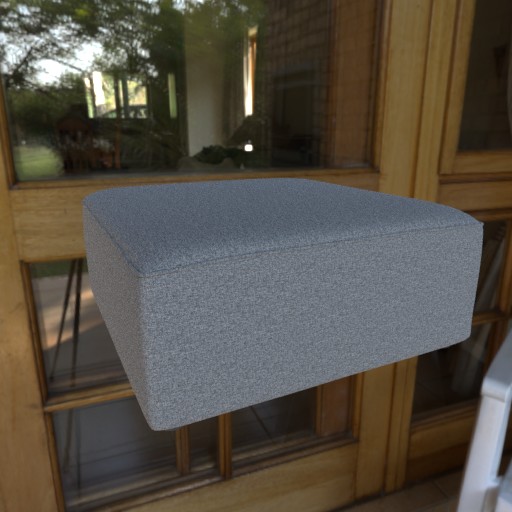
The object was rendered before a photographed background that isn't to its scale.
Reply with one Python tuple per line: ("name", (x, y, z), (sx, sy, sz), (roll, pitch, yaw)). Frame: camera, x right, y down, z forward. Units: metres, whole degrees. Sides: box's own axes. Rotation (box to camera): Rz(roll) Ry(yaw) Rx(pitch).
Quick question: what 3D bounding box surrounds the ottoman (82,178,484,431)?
("ottoman", (0.000, 0.000, 1.533), (1.015, 0.464, 1.005), (-8, 18, -26))
